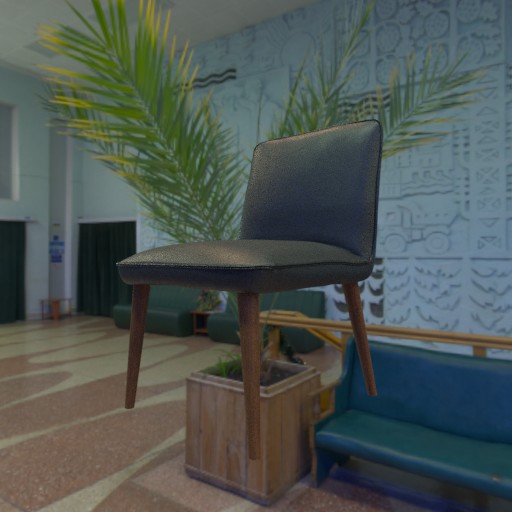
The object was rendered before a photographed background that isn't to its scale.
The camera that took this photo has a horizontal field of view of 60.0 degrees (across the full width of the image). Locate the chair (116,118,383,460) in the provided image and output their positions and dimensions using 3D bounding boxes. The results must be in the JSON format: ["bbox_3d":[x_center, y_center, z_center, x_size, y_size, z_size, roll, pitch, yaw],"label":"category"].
[{"bbox_3d":[0.000,0.000,1.224,0.543,0.801,0.645,0,0,36],"label":"chair"}]
